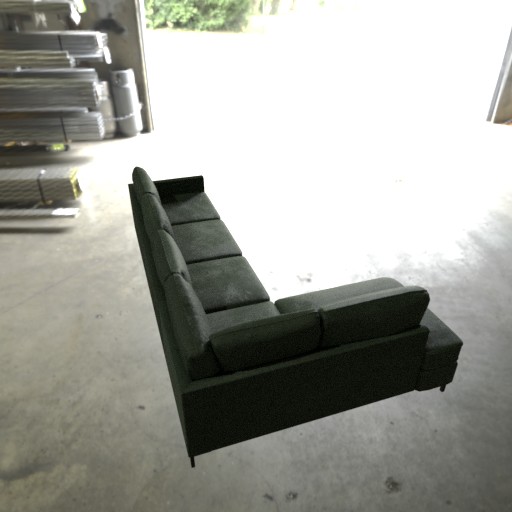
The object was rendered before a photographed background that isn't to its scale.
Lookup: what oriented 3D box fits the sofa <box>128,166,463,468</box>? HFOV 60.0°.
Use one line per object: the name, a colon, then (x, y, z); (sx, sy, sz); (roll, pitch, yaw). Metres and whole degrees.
sofa: (0.000, 0.000, 4.277); (2.048, 0.996, 3.384); (-10, 33, -16)
